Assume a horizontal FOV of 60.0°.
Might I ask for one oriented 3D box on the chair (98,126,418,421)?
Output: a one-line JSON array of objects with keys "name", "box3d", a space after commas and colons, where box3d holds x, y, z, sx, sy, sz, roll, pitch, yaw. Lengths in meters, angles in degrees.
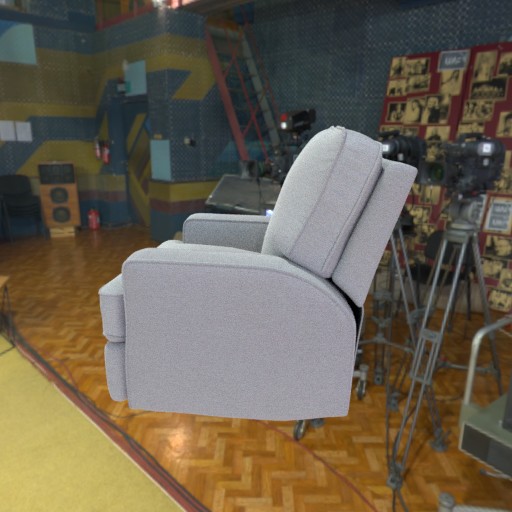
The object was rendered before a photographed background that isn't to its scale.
[{"name": "chair", "box3d": [0.000, 0.000, 1.699, 0.969, 0.964, 0.861, 2, 15, 6]}]
